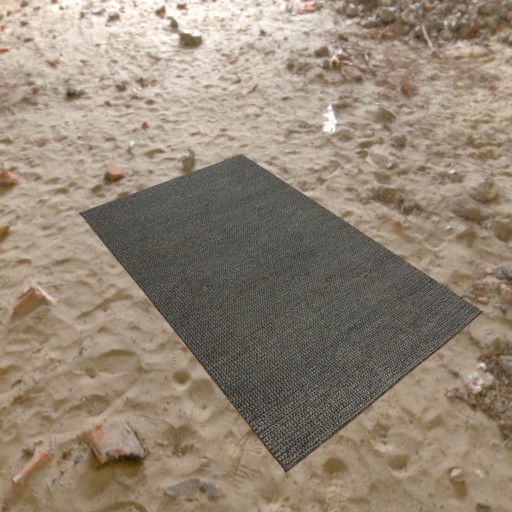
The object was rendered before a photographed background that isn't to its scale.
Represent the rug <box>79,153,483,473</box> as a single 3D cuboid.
[{"bbox_3d":[0.000,0.000,3.000,1.538,0.021,2.443,-27,48,-27],"label":"rug"}]
